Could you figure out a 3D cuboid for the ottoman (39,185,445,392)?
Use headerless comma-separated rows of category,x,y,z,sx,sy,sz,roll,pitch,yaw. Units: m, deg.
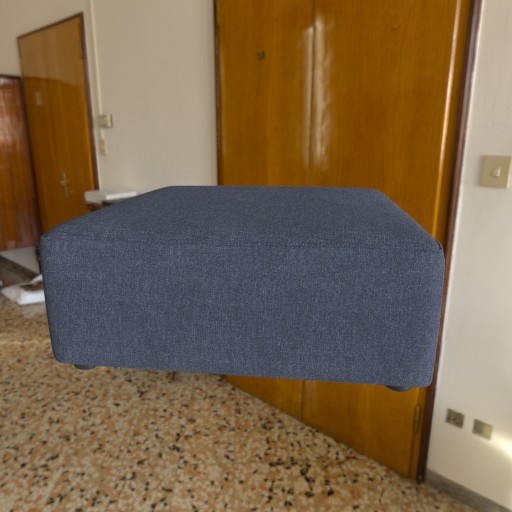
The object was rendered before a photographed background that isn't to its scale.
ottoman,0.000,0.000,1.545,1.000,0.439,1.000,2,15,7
